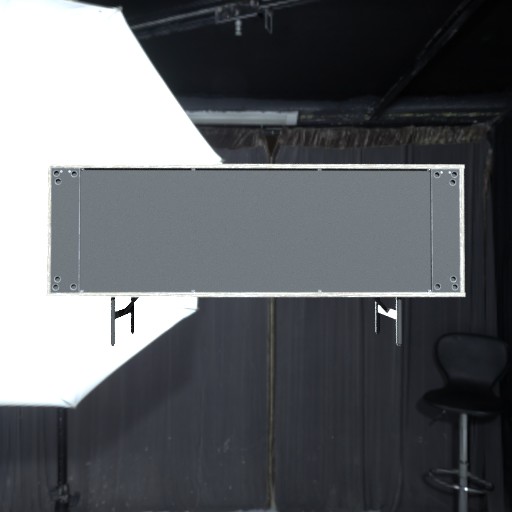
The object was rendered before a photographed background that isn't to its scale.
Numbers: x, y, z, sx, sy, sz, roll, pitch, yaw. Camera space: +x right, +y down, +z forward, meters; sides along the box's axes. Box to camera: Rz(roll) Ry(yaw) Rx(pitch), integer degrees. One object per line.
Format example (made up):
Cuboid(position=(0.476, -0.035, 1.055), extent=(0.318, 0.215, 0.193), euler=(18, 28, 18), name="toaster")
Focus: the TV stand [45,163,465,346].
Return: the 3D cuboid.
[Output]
Cuboid(position=(0.000, 0.000, 2.108), extent=(1.804, 0.787, 0.405), euler=(0, -1, -1), name="TV stand")
